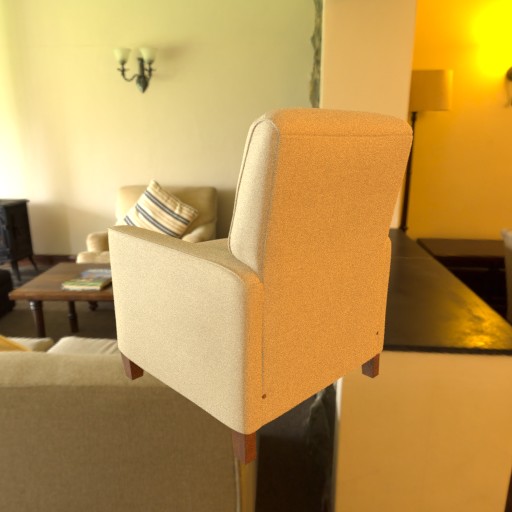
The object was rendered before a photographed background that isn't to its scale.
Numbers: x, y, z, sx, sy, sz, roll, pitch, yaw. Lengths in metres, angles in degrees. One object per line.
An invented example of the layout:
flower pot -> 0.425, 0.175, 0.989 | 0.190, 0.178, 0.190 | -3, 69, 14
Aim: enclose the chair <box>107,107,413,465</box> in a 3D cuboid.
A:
chair -> 0.000, 0.000, 1.675 | 0.841, 1.023, 0.858 | -14, 21, -43
